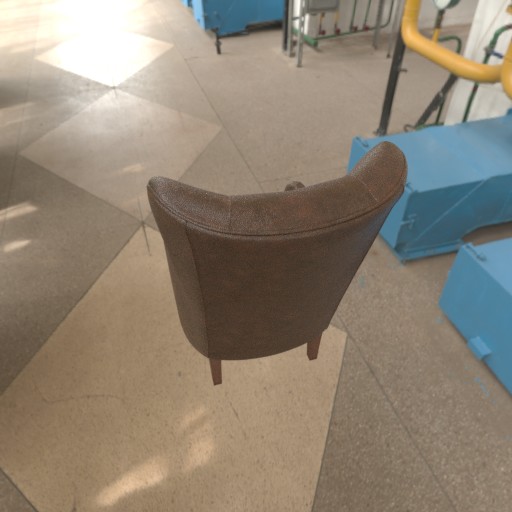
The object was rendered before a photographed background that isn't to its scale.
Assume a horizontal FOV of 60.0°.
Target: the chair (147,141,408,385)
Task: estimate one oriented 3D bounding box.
[{"bbox_3d":[0.000,0.000,1.645,0.692,1.048,0.914,-11,43,-12],"label":"chair"}]
